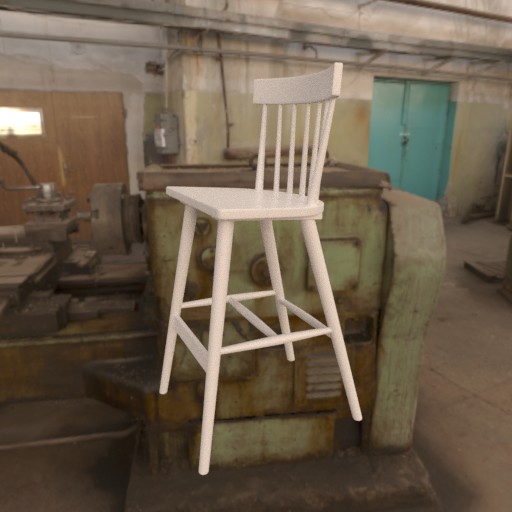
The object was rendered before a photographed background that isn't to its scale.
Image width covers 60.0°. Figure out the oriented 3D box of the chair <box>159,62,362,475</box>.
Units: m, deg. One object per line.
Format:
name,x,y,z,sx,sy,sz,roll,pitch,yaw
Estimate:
chair,0.000,0.000,1.403,0.572,1.092,0.483,-8,18,-25
